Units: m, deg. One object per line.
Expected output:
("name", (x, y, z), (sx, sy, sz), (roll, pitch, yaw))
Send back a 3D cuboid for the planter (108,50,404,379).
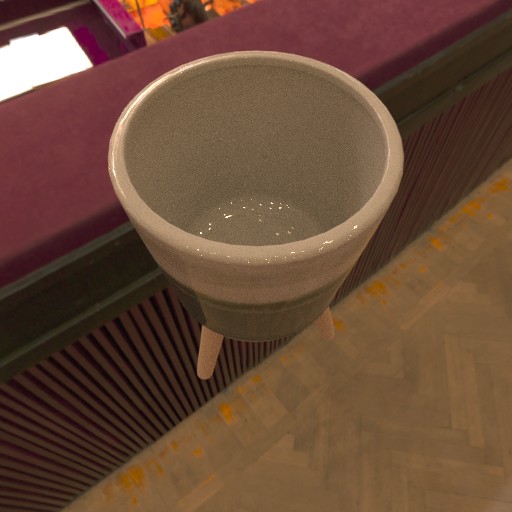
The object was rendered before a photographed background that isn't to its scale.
("planter", (0.000, 0.000, 0.466), (0.217, 0.331, 0.217), (-31, 63, -18))
